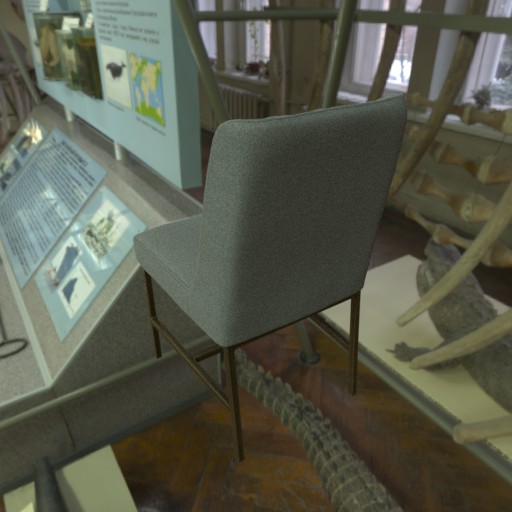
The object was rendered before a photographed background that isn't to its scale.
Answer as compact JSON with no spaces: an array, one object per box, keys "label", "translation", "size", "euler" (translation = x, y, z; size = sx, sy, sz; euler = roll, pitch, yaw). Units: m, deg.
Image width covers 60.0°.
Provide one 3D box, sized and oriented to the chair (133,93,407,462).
[{"label":"chair","translation":[0.000,0.000,1.226],"size":[0.508,0.889,0.587],"euler":[-18,34,-29]}]
